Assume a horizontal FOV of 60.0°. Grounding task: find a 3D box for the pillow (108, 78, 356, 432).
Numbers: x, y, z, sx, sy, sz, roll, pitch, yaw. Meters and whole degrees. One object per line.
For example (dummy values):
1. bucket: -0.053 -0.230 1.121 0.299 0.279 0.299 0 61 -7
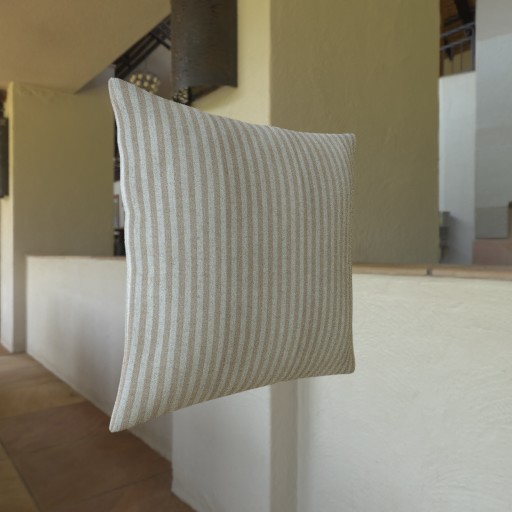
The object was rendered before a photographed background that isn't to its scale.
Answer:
1. pillow: 0.000 0.000 0.789 0.523 0.510 0.166 0 0 -36
